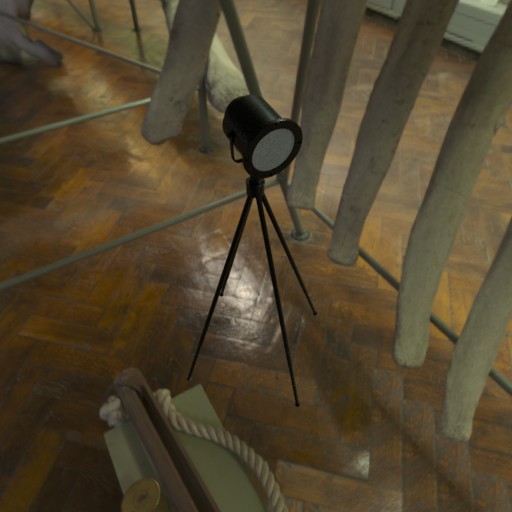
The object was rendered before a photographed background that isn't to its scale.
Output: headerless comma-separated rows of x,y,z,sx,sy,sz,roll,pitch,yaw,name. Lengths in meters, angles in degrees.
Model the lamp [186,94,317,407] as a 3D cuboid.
0.000,0.000,2.049,0.879,1.504,0.884,-23,50,-21,lamp
